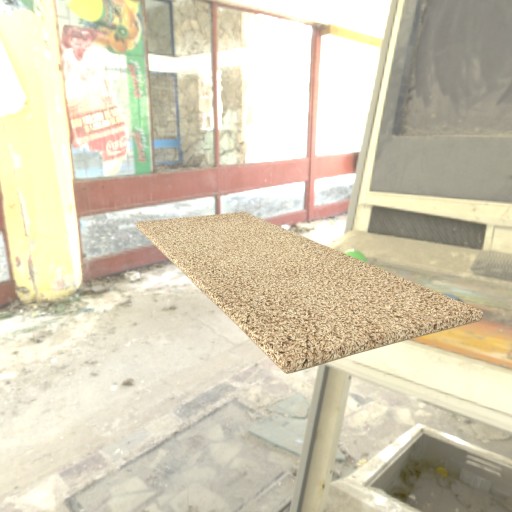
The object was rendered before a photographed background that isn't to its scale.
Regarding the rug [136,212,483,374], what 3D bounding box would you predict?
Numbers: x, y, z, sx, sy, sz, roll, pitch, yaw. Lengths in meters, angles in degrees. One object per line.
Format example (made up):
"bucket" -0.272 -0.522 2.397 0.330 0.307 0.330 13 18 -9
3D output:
"rug" 0.000 0.000 1.703 0.609 0.030 1.524 -8 19 -25
